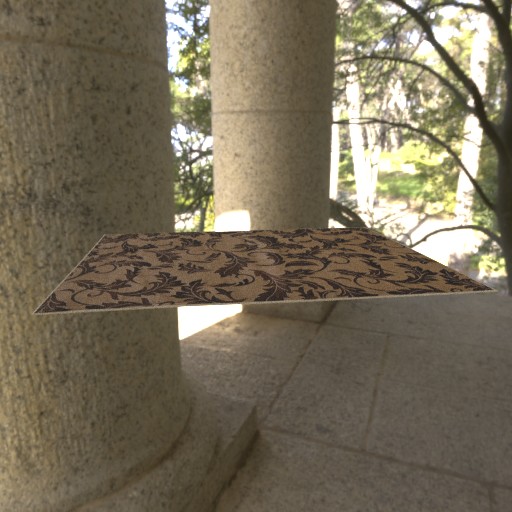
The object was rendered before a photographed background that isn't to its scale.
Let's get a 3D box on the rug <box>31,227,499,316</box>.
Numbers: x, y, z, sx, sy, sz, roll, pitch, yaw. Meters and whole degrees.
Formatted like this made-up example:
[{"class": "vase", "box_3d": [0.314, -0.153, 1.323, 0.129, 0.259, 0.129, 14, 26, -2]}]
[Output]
[{"class": "rug", "box_3d": [0.000, 0.000, 3.899, 2.977, 0.008, 2.380, -2, 14, -8]}]
